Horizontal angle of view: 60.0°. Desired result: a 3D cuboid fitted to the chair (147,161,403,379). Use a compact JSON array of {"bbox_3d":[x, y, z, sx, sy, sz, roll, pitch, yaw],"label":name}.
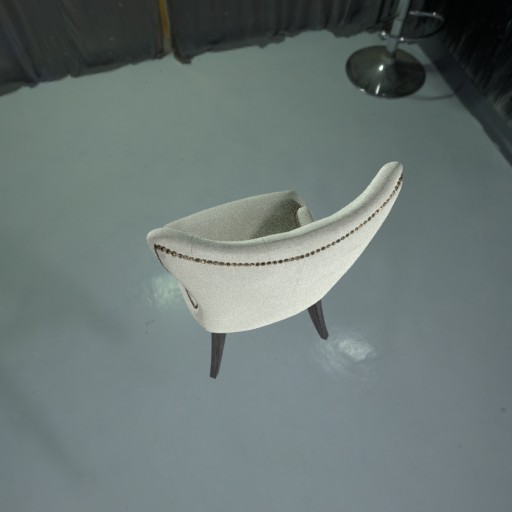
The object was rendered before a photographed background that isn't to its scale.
[{"bbox_3d":[0.000,0.000,1.459,0.584,1.065,0.590,-17,62,-9],"label":"chair"}]
